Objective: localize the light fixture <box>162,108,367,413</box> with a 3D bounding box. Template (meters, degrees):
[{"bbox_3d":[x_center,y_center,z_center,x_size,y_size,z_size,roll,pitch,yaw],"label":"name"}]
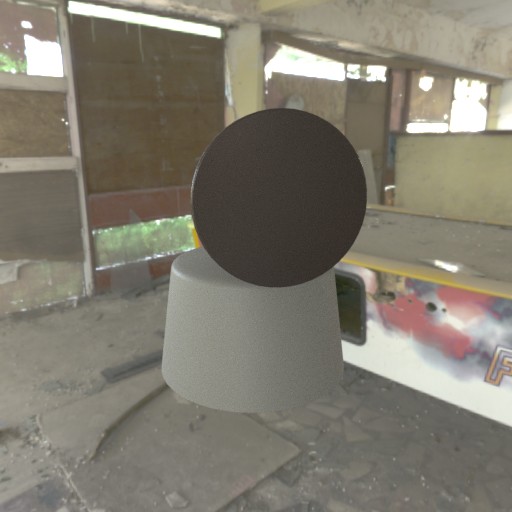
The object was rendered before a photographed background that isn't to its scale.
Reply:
[{"bbox_3d":[0.000,0.000,0.448,0.204,0.268,0.254,-2,15,-8],"label":"light fixture"}]
